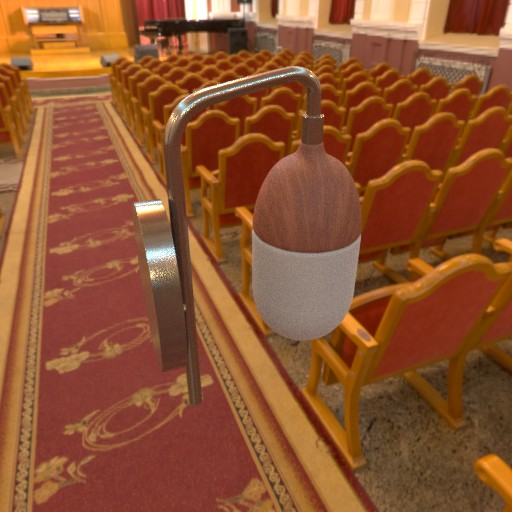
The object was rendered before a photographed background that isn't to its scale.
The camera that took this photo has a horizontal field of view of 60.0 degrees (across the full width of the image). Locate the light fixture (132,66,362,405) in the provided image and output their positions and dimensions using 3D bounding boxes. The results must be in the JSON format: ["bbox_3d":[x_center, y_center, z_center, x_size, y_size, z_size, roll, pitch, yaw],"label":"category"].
[{"bbox_3d":[0.000,0.000,0.436,0.216,0.343,0.108,-11,31,-18],"label":"light fixture"}]
